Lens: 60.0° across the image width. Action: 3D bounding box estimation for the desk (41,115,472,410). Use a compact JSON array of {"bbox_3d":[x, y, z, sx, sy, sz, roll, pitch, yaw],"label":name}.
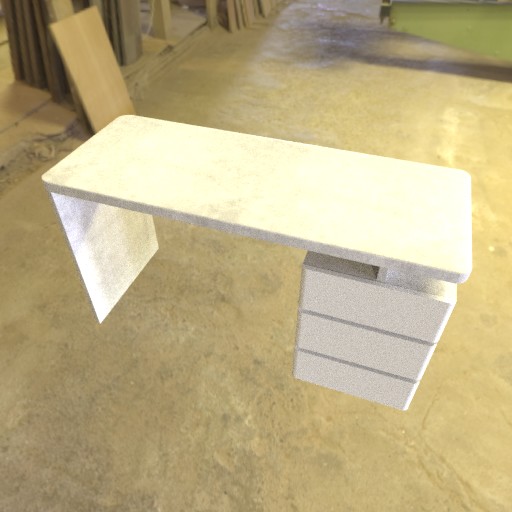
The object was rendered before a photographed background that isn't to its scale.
[{"bbox_3d":[0.000,0.000,1.782,1.400,0.755,0.550,13,44,14],"label":"desk"}]
